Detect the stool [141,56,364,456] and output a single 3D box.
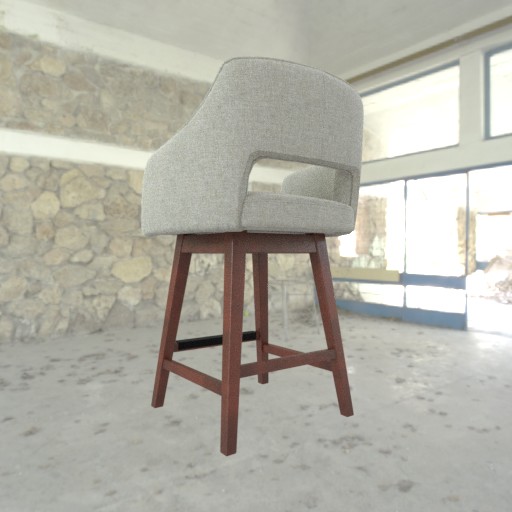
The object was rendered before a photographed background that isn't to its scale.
[{"bbox_3d":[0.000,0.000,1.324,0.599,0.944,0.558,0,0,-37],"label":"stool"}]
